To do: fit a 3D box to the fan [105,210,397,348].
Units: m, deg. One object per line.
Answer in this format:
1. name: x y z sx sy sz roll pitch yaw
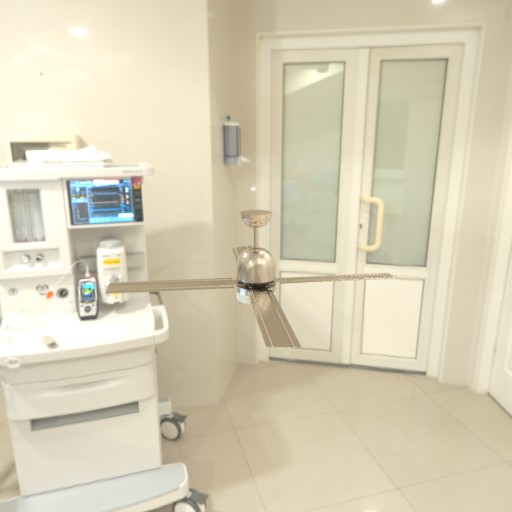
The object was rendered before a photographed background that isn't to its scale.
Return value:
1. fan: 0.000 0.000 2.042 1.346 0.406 1.346 -2 16 -9
